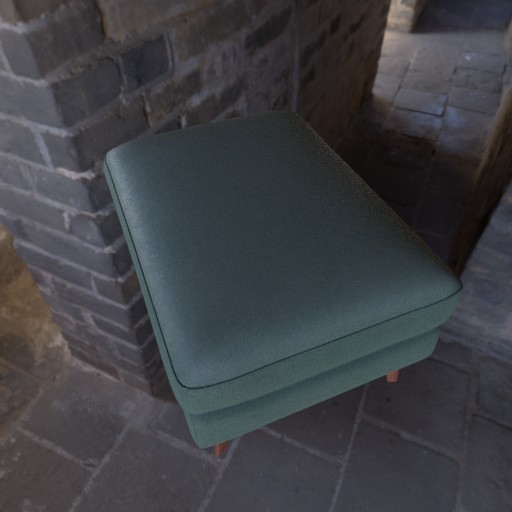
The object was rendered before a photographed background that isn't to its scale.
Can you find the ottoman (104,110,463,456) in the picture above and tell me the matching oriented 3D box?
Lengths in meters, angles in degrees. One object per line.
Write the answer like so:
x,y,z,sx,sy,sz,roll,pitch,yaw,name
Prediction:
0.000,0.000,1.155,0.608,0.449,0.811,-17,48,-16,ottoman
